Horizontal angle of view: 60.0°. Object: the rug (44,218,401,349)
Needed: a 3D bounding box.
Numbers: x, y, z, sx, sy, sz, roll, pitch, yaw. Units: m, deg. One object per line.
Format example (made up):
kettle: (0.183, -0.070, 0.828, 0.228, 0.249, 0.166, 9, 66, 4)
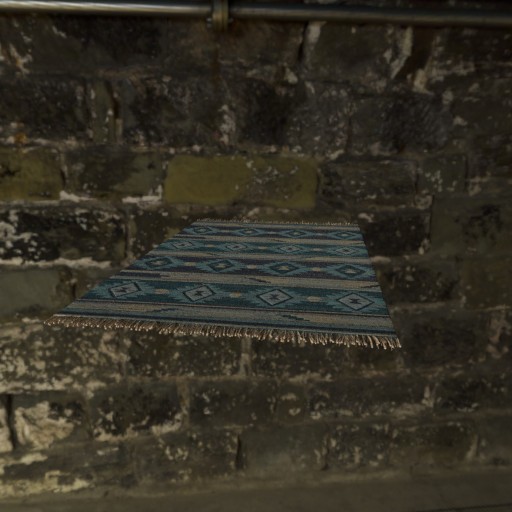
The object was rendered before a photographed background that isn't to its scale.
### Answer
rug: (0.000, 0.000, 2.333, 1.181, 0.028, 1.936, 2, 15, 9)
